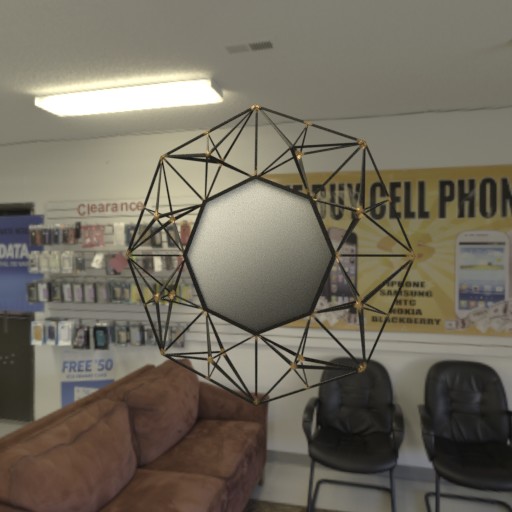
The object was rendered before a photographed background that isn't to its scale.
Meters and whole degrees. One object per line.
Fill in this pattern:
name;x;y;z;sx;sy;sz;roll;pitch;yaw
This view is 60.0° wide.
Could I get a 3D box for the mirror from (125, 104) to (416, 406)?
mirror;0.000;0.000;1.047;0.710;0.710;0.094;0;1;18
